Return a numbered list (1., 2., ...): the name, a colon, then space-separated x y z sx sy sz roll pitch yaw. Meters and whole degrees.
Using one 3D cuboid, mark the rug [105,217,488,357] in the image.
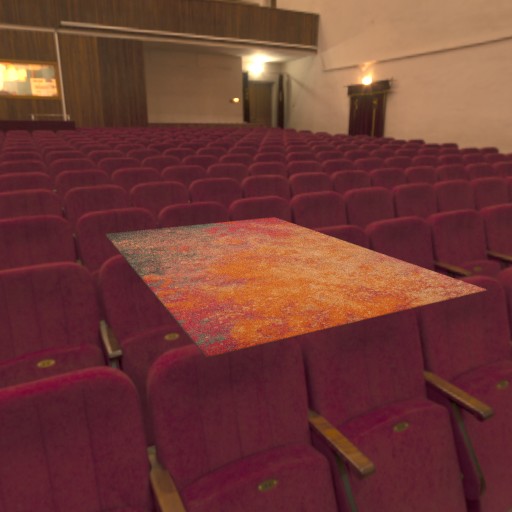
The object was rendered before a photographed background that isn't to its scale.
1. rug: 0.000 0.000 3.754 2.007 0.013 2.896 -8 18 -26
